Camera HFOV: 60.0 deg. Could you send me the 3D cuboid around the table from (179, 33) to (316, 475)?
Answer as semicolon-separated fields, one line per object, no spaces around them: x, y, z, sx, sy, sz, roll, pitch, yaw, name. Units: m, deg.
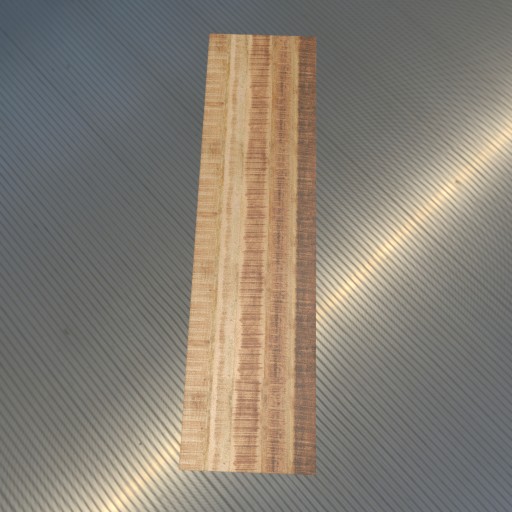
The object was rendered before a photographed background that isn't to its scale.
0.000;0.000;1.887;0.405;0.810;1.524;2;76;0;table
